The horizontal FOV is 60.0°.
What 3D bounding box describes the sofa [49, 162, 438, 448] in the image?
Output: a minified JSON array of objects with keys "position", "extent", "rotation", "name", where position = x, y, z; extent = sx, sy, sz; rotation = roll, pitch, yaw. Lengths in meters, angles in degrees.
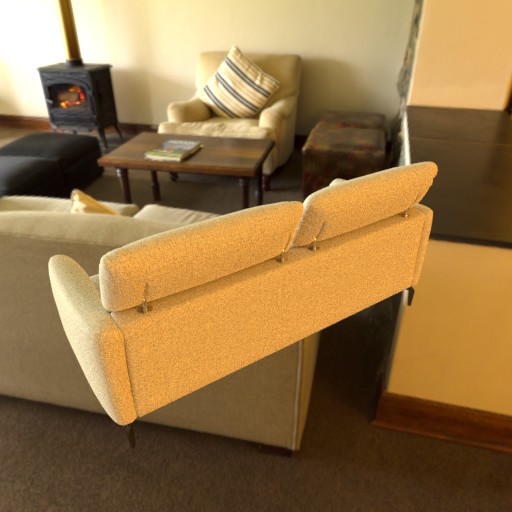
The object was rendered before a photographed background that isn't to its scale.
[{"position":[0.000,0.000,2.426],"extent":[2.015,0.956,0.856],"rotation":[-19,36,-29],"name":"sofa"}]
